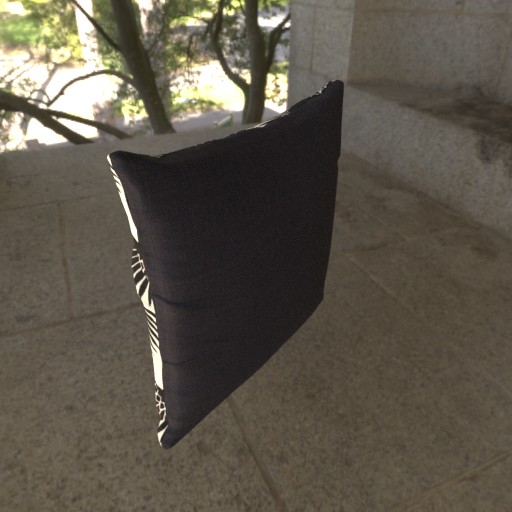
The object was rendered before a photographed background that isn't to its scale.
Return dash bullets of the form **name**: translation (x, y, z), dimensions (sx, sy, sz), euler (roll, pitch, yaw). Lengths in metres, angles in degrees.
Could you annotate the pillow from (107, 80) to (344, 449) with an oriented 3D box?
- **pillow**: translation (0.000, 0.000, 0.657), dimensions (0.139, 0.432, 0.432), euler (22, 39, 31)
